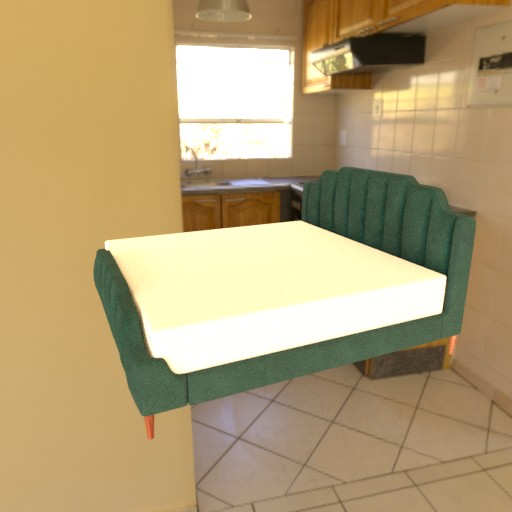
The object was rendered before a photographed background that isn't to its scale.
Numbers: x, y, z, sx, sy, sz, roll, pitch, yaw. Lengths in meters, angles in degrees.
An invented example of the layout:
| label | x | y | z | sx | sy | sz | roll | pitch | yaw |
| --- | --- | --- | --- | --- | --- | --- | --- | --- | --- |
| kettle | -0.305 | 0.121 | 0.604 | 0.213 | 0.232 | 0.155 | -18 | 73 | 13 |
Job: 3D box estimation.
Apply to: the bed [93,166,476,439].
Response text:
| label | x | y | z | sx | sy | sz | roll | pitch | yaw |
| --- | --- | --- | --- | --- | --- | --- | --- | --- | --- |
| bed | 0.000 | 0.000 | 3.522 | 2.340 | 1.245 | 2.074 | -8 | 18 | -24 |
